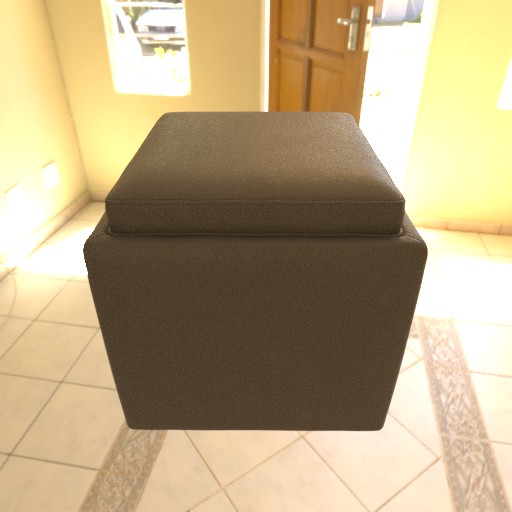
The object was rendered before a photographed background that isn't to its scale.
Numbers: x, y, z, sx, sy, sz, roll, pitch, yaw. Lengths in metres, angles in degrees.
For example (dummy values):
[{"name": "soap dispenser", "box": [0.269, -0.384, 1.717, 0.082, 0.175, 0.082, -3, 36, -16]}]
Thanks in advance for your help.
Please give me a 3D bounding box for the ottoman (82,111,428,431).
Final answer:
[{"name": "ottoman", "box": [0.000, 0.000, 0.816, 0.450, 0.460, 0.451, 0, 33, 0]}]
